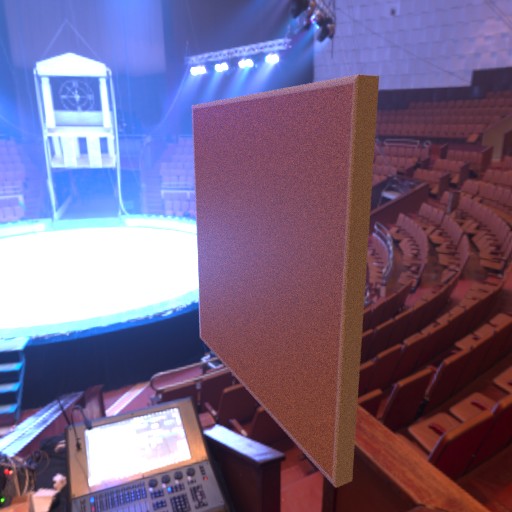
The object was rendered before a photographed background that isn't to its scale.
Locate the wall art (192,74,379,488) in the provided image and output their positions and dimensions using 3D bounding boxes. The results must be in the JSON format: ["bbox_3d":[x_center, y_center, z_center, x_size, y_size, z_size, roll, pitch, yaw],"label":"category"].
[{"bbox_3d":[0.000,0.000,1.117,0.041,0.765,0.768,-8,17,-26],"label":"wall art"}]
